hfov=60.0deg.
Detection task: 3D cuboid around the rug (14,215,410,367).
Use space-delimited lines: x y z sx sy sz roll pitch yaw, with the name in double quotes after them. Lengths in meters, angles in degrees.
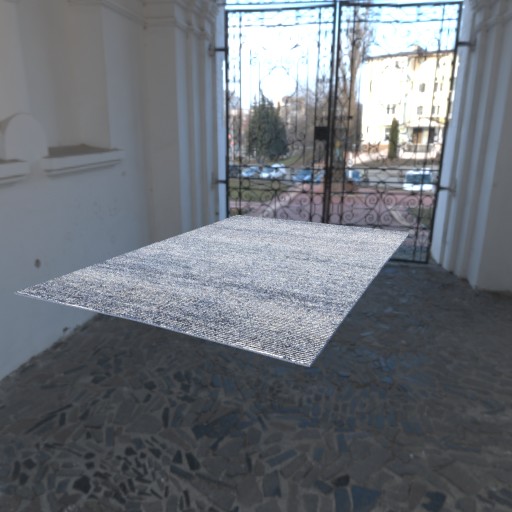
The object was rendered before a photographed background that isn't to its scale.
0.000 0.000 2.948 1.624 0.030 2.349 8 18 26 "rug"
